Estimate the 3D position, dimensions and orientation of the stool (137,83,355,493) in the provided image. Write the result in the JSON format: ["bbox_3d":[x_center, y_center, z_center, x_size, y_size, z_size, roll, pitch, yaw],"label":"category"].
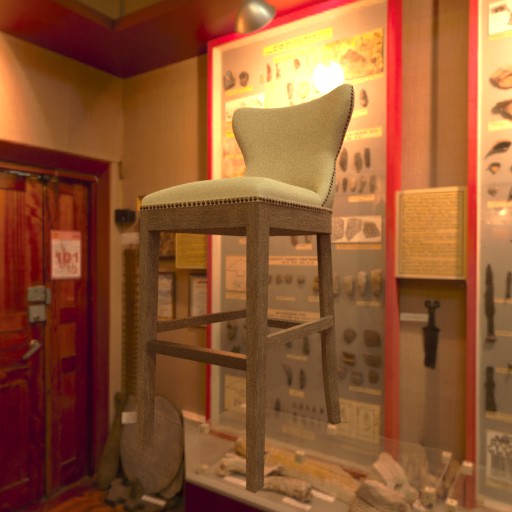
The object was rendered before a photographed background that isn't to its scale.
[{"bbox_3d":[0.000,0.000,1.412,0.494,1.123,0.606,1,1,35],"label":"stool"}]
